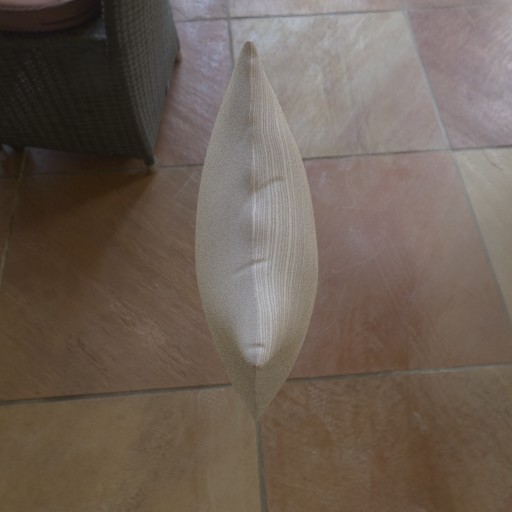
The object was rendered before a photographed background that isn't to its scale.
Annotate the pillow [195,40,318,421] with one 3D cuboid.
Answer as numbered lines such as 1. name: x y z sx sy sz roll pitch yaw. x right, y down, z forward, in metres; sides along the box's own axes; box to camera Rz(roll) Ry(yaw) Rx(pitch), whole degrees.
1. pillow: 0.000 0.000 0.794 0.204 0.497 0.512 -1 64 0
